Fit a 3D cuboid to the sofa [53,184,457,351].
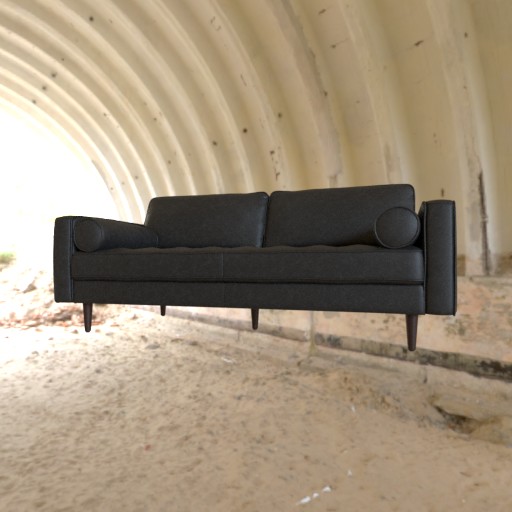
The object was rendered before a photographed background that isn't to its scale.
[{"bbox_3d":[0.000,0.000,2.333,1.879,0.770,0.921,0,-1,18],"label":"sofa"}]
